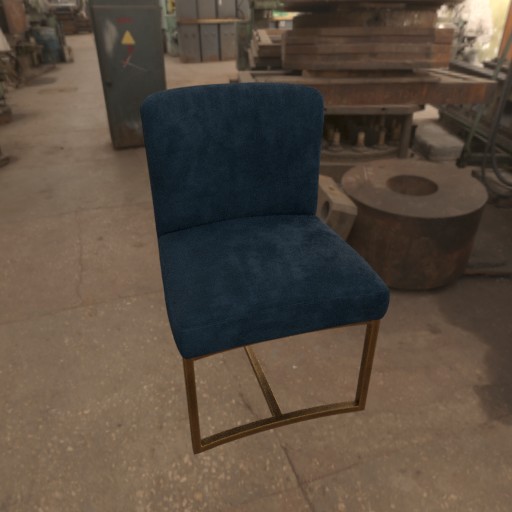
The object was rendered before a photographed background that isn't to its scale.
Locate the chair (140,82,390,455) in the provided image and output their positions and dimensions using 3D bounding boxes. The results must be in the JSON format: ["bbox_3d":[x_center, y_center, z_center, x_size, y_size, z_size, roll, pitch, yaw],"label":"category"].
[{"bbox_3d":[0.000,0.000,1.219,0.530,0.824,0.560,-9,31,-15],"label":"chair"}]
